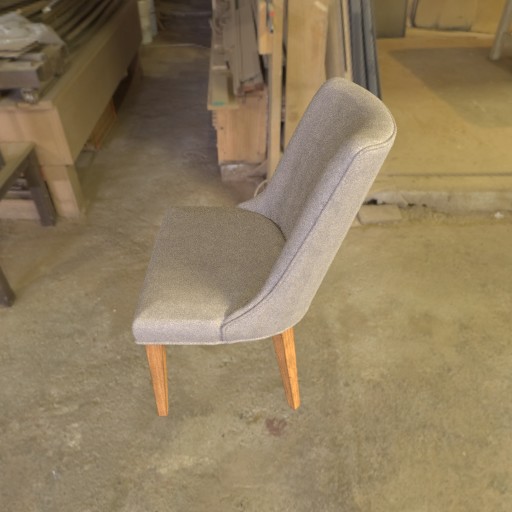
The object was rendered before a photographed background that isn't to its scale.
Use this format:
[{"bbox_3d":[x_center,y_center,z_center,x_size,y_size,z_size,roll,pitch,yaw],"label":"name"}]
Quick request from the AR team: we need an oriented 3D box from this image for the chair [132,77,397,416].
[{"bbox_3d":[0.000,0.000,1.315,0.636,0.916,0.548,0,40,0],"label":"chair"}]
